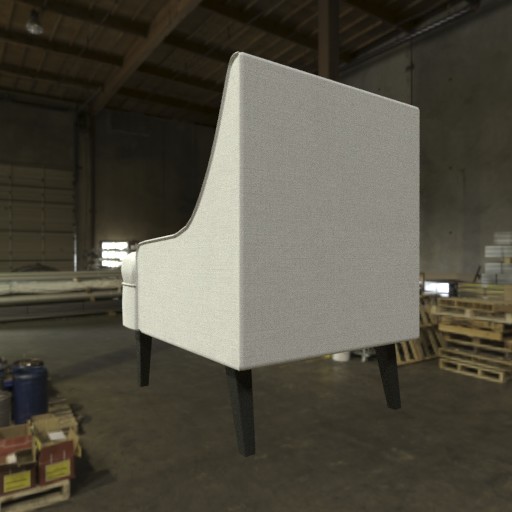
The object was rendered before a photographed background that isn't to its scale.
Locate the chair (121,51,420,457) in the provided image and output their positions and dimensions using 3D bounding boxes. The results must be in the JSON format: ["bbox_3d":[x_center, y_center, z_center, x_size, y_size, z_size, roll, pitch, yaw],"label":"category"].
[{"bbox_3d":[0.000,0.000,1.424,0.658,0.891,0.772,0,0,-35],"label":"chair"}]
